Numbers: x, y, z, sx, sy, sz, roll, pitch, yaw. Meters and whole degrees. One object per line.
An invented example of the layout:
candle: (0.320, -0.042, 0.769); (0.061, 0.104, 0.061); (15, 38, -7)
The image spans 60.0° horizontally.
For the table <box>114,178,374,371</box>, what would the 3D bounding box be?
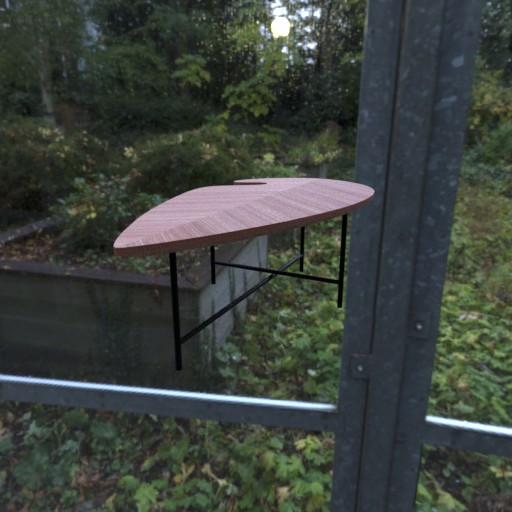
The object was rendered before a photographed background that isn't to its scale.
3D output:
table: (0.000, 0.000, 1.420); (0.598, 0.360, 1.199); (8, 19, 26)
